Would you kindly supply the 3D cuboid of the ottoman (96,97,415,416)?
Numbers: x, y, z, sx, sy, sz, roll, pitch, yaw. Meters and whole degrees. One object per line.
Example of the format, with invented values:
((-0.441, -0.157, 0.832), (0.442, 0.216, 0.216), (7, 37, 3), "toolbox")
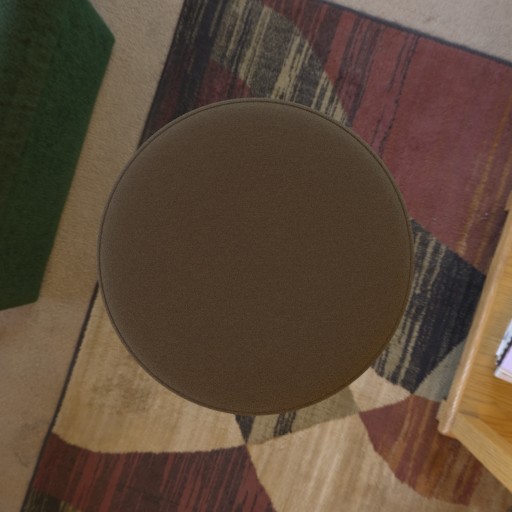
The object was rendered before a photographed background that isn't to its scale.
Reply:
((0.000, 0.000, 1.001), (0.608, 0.433, 0.608), (0, 91, 1), "ottoman")
